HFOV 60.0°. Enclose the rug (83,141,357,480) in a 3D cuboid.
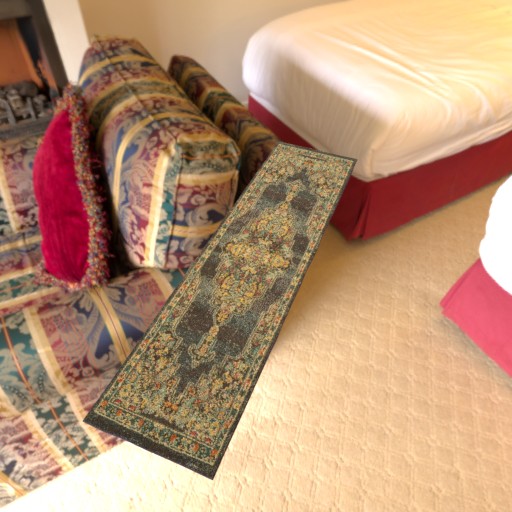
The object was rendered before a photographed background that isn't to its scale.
[{"bbox_3d":[0.000,0.000,2.467,0.602,0.016,2.283,17,49,15],"label":"rug"}]
